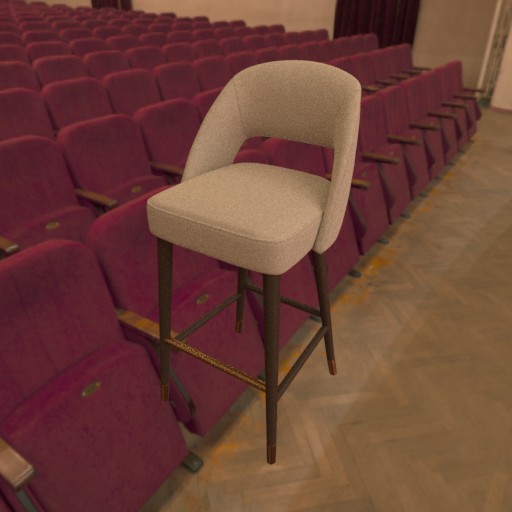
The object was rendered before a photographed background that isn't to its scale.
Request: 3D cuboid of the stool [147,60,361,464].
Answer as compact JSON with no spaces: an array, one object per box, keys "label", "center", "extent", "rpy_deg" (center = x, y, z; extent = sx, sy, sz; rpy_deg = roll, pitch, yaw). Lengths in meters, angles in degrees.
[{"label":"stool","center":[0.000,0.000,1.331],"extent":[0.494,1.037,0.509],"rpy_deg":[18,35,29]}]
